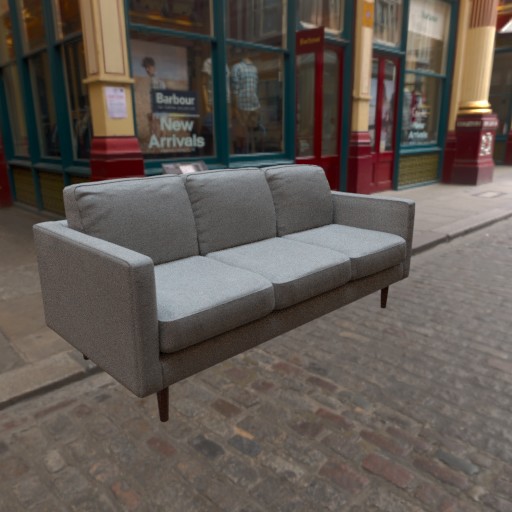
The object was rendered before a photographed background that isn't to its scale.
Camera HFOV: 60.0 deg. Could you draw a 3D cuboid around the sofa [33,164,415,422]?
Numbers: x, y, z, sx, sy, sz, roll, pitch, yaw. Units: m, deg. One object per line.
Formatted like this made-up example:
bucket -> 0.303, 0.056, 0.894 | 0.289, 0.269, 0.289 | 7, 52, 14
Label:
sofa -> 0.000, 0.000, 2.462 | 1.983, 0.918, 0.944 | -15, 21, -43
